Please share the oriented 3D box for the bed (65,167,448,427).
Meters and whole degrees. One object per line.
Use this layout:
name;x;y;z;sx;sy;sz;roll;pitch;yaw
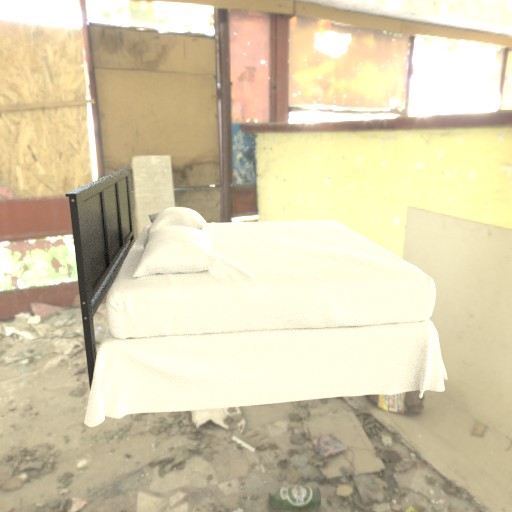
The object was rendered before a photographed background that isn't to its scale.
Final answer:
bed;0.000;0.000;3.501;2.219;1.271;2.315;-2;15;-7
